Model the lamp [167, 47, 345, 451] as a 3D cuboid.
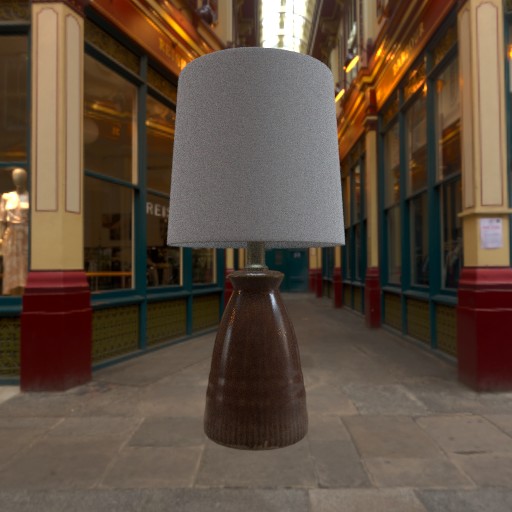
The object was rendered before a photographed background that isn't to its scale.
[{"bbox_3d":[0.000,0.000,0.473,0.186,0.369,0.186,0,-1,0],"label":"lamp"}]
